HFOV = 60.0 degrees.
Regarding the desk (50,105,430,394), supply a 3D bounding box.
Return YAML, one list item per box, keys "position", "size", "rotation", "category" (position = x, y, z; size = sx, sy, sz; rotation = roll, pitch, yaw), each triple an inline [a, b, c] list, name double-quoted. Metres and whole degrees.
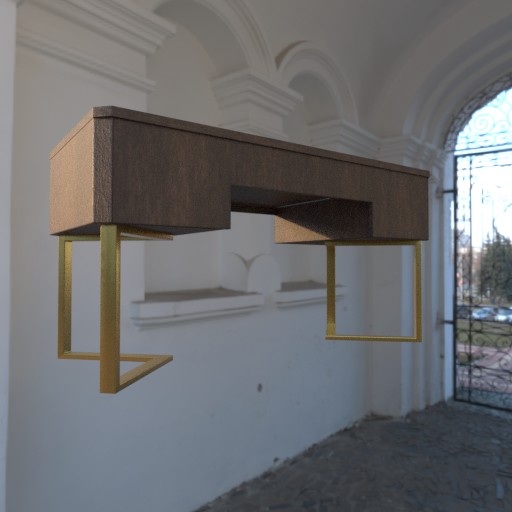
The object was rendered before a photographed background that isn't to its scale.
- position: [0.000, 0.000, 1.838]
  size: [1.479, 0.762, 0.684]
  rotation: [1, -1, -35]
  category: "desk"
